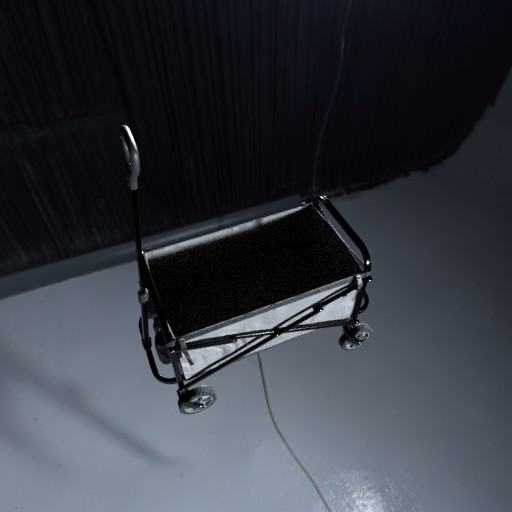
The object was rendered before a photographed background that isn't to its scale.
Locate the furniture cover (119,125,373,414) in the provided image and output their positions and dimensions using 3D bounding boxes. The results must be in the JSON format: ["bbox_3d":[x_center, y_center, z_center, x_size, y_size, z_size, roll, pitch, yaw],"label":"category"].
[{"bbox_3d":[0.000,0.000,1.754,1.038,1.295,0.532,-18,50,-15],"label":"furniture cover"}]
